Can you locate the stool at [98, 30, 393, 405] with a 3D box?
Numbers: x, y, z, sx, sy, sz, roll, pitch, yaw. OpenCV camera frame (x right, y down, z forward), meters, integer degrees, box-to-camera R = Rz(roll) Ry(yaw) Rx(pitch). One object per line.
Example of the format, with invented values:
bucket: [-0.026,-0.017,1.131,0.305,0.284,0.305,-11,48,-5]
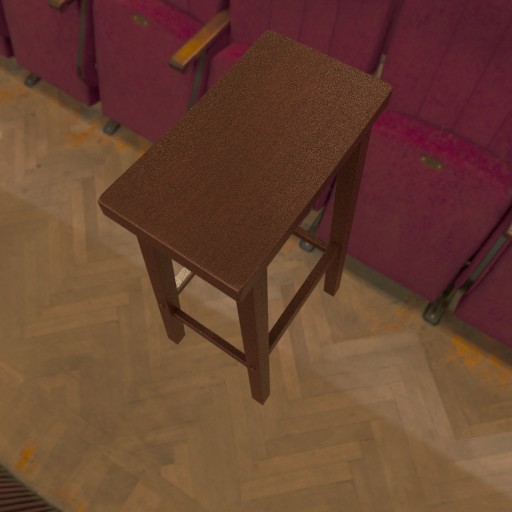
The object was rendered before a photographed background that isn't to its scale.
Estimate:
stool: [0.000,0.000,0.953,0.322,0.742,0.406,32,68,15]
